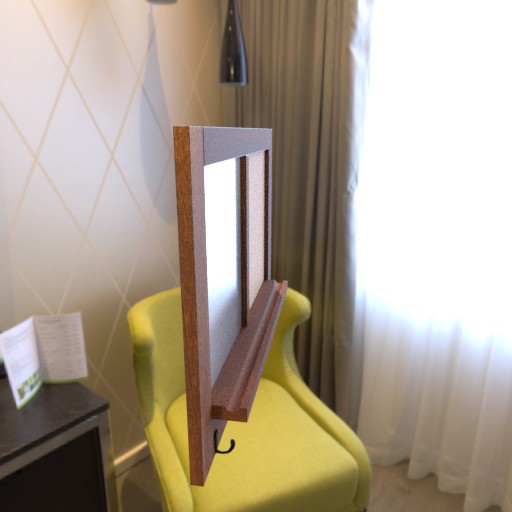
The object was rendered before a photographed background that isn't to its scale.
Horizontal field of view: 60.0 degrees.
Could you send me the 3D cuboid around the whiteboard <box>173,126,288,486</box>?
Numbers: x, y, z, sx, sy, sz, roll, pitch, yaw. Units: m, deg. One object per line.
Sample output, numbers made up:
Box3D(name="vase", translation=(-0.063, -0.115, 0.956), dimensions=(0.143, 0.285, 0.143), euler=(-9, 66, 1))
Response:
Box3D(name="whiteboard", translation=(0.000, 0.000, 1.008), dimensions=(0.083, 0.559, 0.783), euler=(3, 16, 9))
